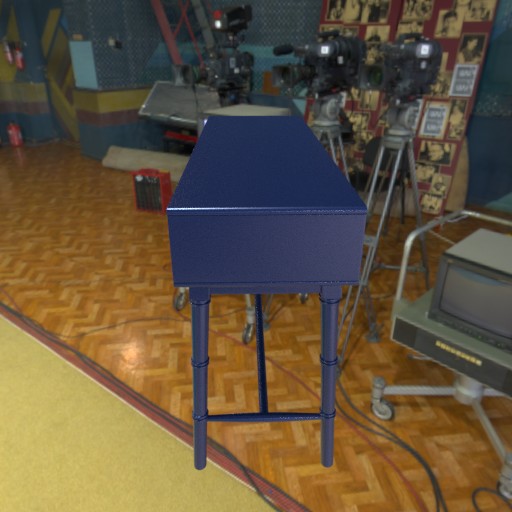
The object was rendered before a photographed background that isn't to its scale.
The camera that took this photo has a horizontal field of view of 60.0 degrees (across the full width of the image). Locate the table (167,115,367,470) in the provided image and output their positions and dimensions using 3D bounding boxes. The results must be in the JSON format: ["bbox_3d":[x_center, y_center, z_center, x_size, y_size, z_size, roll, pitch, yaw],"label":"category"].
[{"bbox_3d":[0.000,0.000,1.501,0.399,0.749,1.118,-1,26,-1],"label":"table"}]
